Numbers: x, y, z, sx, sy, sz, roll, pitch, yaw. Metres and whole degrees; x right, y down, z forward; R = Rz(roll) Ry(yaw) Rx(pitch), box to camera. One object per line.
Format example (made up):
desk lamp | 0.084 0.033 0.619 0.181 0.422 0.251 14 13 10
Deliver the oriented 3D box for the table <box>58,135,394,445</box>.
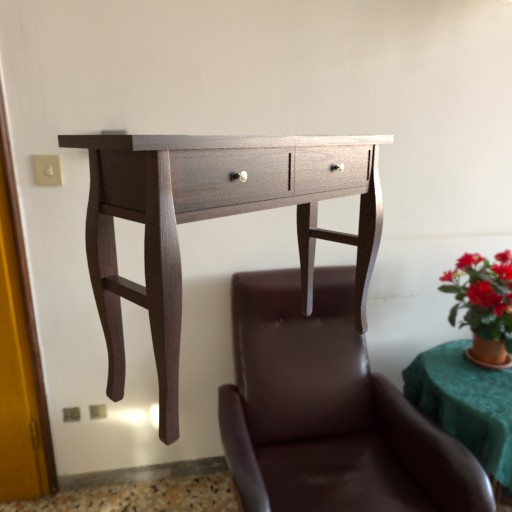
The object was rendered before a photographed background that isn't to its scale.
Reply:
table | 0.000 0.000 1.459 0.373 0.768 1.062 14 21 43
